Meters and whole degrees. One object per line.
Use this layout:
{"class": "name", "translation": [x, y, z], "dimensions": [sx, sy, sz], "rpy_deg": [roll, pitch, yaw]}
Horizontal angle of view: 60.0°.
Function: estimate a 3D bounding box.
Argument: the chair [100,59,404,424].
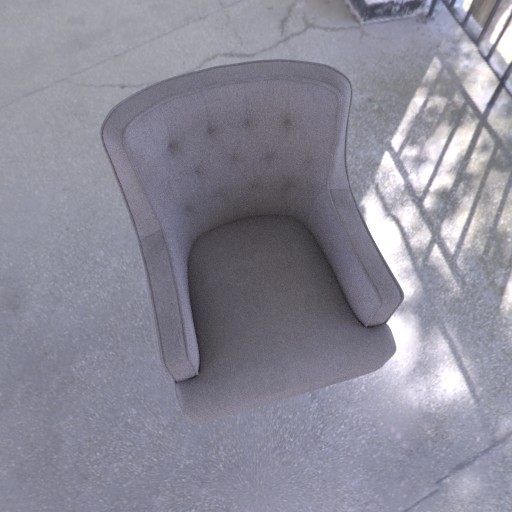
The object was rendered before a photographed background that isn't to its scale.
{"class": "chair", "translation": [0.000, 0.000, 1.565], "dimensions": [0.781, 0.919, 0.910], "rpy_deg": [-14, 63, -8]}
